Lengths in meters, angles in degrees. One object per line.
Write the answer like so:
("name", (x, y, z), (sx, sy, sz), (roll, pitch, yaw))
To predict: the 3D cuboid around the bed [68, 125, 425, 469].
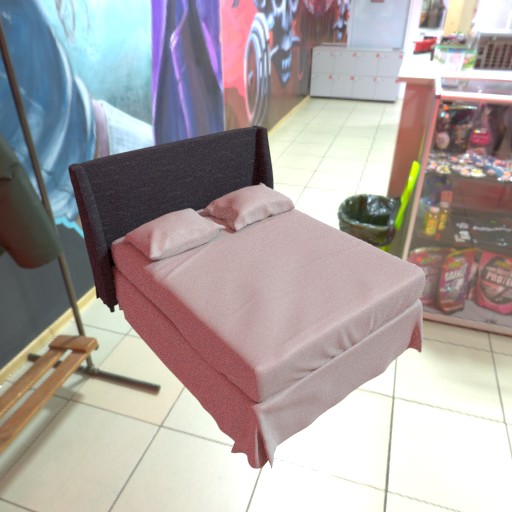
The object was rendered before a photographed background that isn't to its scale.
("bed", (0.000, 0.000, 3.492), (1.925, 1.332, 2.276), (-23, 38, -33))
